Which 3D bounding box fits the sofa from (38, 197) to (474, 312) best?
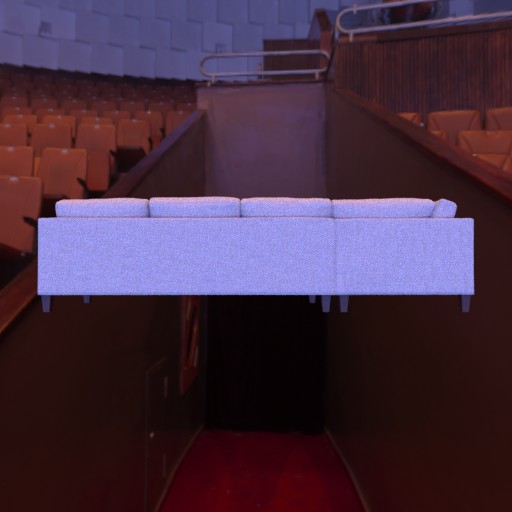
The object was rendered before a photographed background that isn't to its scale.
[{"bbox_3d":[0.000,0.000,4.407,3.182,0.863,2.432,0,-1,0],"label":"sofa"}]
